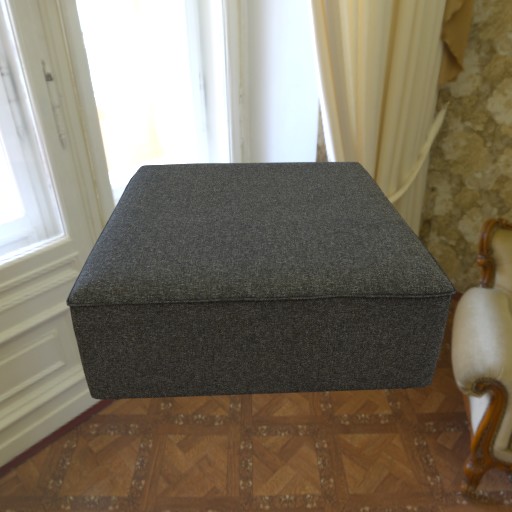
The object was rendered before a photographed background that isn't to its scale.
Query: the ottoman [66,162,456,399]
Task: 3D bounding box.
[{"bbox_3d":[0.000,0.000,1.624,1.017,0.423,1.021,-1,31,-2],"label":"ottoman"}]
